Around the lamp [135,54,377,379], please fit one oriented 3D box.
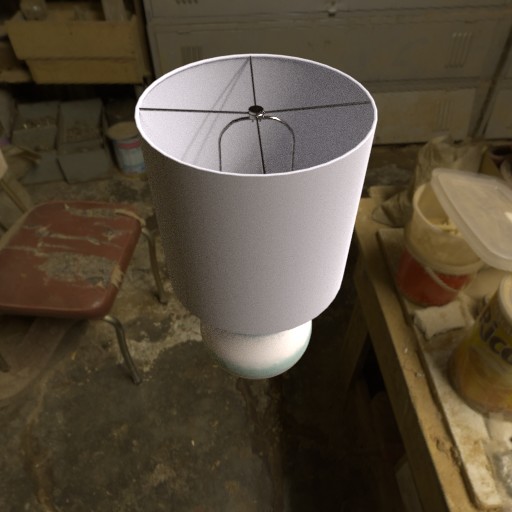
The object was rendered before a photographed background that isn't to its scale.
[{"bbox_3d":[0.000,0.000,0.549,0.217,0.404,0.217,-3,47,-2],"label":"lamp"}]
